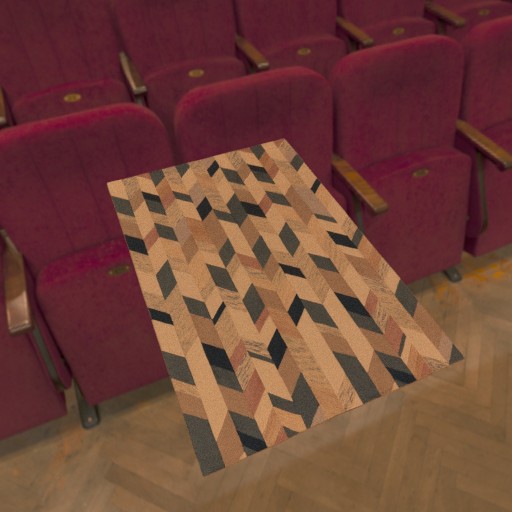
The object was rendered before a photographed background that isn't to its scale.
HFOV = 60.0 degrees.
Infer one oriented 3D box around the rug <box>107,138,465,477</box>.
[{"bbox_3d":[0.000,0.000,2.302,1.202,0.006,1.813,-18,51,-15],"label":"rug"}]
